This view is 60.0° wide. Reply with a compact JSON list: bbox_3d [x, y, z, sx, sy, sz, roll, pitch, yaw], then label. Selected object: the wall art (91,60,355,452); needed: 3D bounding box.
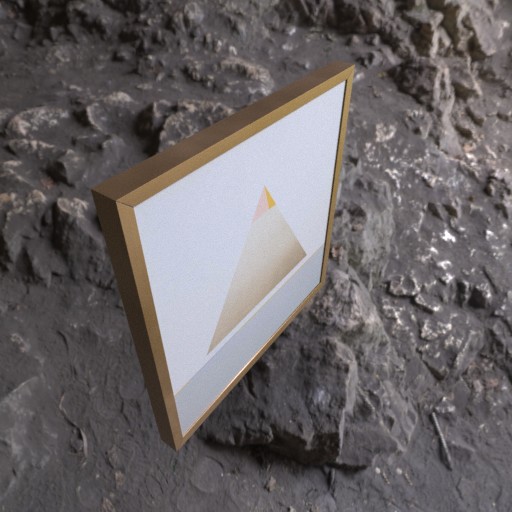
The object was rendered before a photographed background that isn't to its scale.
[{"bbox_3d":[0.000,0.000,0.760,0.038,0.511,0.513,25,46,27],"label":"wall art"}]
